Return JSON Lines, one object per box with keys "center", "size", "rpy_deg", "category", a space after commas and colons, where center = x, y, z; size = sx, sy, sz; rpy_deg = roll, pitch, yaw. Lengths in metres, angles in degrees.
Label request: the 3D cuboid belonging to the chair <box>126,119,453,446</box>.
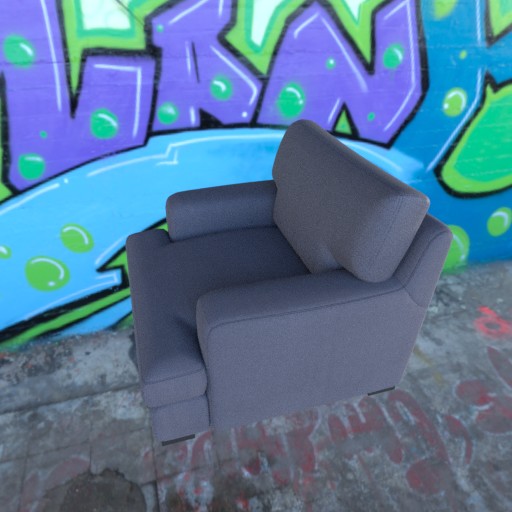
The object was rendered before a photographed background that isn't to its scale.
{"center": [0.000, 0.000, 2.010], "size": [1.143, 0.940, 1.168], "rpy_deg": [-9, 33, -14], "category": "chair"}
